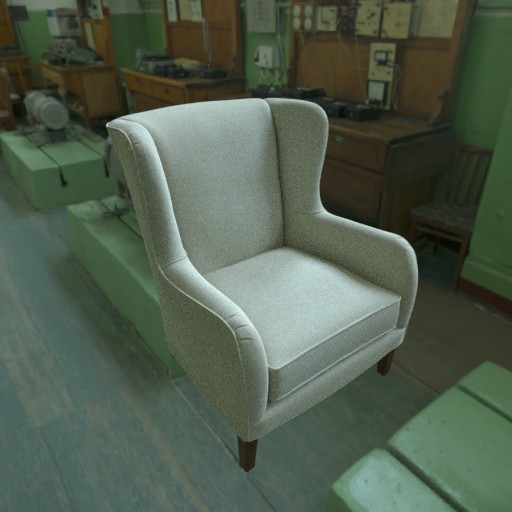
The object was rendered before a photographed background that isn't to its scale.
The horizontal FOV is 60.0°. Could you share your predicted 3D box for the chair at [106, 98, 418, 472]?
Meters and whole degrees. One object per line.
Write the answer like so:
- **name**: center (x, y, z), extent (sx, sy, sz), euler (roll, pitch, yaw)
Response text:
- **chair**: center (0.000, 0.000, 1.731), extent (0.838, 1.040, 0.966), euler (-21, 35, -33)
